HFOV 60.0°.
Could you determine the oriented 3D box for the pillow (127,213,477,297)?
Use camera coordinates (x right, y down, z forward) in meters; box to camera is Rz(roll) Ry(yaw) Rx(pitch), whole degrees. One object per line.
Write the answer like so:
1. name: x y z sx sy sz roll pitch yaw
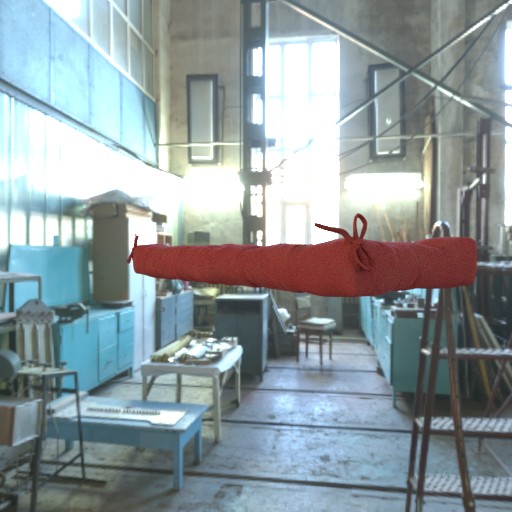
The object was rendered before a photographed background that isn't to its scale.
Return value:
1. pillow: 0.000 0.000 1.369 0.511 0.174 1.194 0 0 -36
